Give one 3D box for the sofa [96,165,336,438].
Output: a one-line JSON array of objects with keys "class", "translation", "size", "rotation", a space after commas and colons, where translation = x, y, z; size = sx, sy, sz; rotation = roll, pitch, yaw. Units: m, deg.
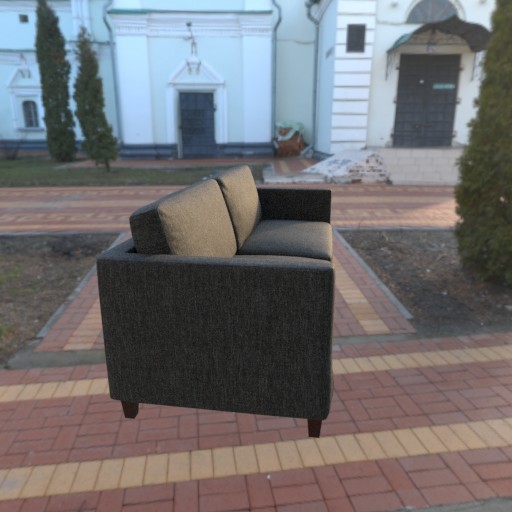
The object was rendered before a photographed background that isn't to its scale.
[{"class": "sofa", "translation": [0.000, 0.000, 2.739], "size": [0.948, 0.960, 2.208], "rotation": [3, 16, 9]}]
